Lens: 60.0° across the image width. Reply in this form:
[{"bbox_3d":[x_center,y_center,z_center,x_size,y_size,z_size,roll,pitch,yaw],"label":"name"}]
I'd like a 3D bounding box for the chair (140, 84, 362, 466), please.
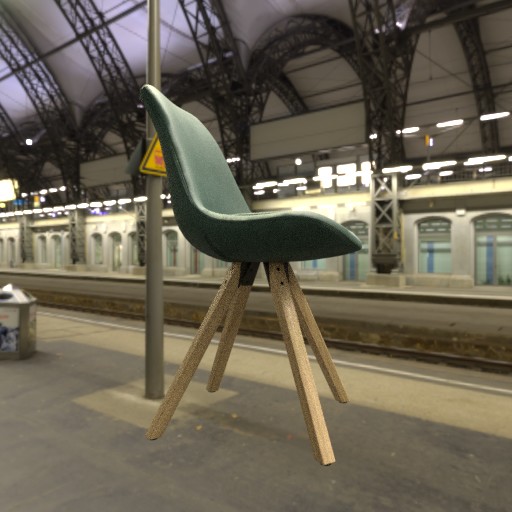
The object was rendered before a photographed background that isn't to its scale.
[{"bbox_3d":[0.000,0.000,1.175,0.547,0.865,0.483,0,0,16],"label":"chair"}]
